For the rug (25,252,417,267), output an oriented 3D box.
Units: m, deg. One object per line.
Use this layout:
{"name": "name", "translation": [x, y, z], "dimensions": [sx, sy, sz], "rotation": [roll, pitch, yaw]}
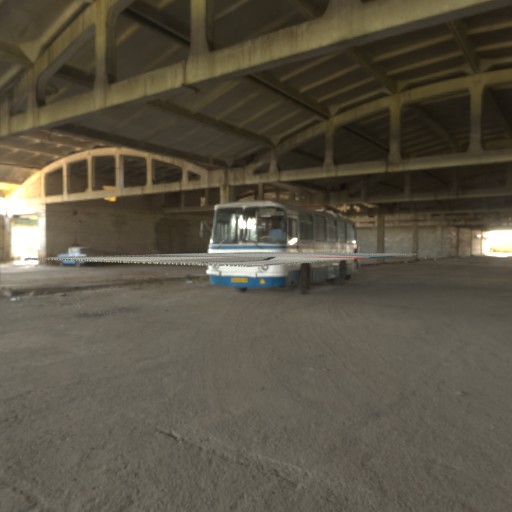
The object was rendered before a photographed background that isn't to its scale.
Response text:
{"name": "rug", "translation": [0.000, 0.000, 2.348], "dimensions": [1.220, 0.005, 1.828], "rotation": [1, 2, 35]}
